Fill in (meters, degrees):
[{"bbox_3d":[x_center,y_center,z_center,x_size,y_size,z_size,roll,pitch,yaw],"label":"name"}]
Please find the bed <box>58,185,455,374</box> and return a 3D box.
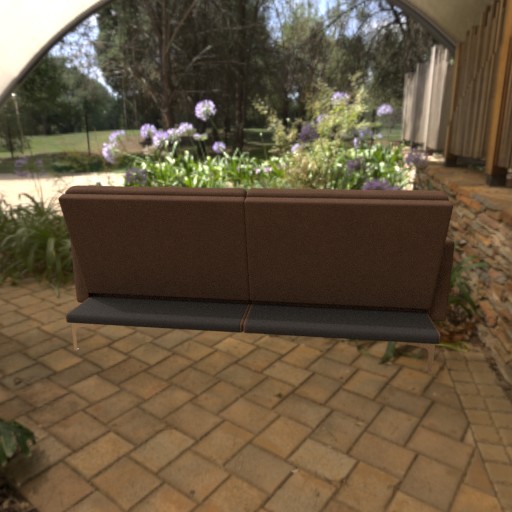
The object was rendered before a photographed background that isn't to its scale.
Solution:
[{"bbox_3d":[0.000,0.000,2.373,1.905,0.787,0.889,2,15,7],"label":"bed"}]
